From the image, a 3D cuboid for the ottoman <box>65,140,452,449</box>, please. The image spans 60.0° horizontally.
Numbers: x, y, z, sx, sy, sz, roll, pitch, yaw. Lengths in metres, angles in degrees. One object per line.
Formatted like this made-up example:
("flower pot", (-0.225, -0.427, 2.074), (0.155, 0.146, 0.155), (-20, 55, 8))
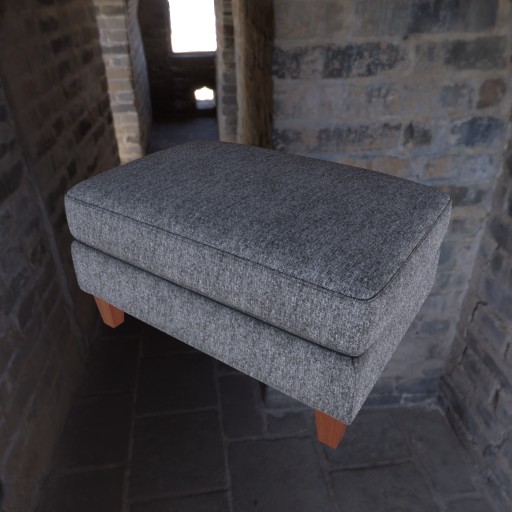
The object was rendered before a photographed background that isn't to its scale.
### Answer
("ottoman", (0.000, 0.000, 1.218), (0.864, 0.483, 0.584), (19, 36, 29))
